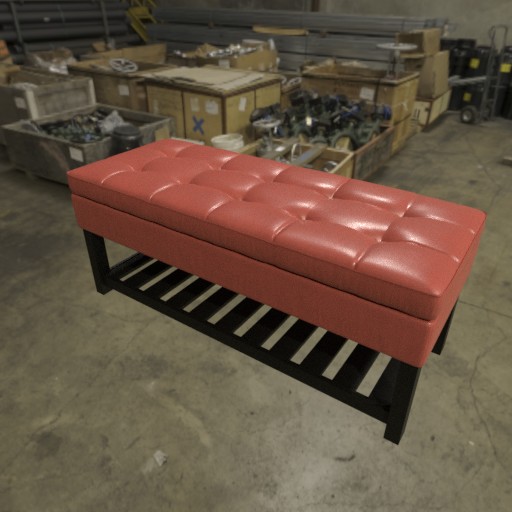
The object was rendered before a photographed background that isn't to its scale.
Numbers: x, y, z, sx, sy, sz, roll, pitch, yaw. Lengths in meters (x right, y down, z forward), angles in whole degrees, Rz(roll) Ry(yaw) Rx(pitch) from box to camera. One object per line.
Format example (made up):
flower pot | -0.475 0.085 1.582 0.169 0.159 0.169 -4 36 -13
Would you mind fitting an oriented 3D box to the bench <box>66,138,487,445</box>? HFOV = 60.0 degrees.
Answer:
bench | 0.000 0.000 1.313 1.105 0.460 0.432 20 36 29
